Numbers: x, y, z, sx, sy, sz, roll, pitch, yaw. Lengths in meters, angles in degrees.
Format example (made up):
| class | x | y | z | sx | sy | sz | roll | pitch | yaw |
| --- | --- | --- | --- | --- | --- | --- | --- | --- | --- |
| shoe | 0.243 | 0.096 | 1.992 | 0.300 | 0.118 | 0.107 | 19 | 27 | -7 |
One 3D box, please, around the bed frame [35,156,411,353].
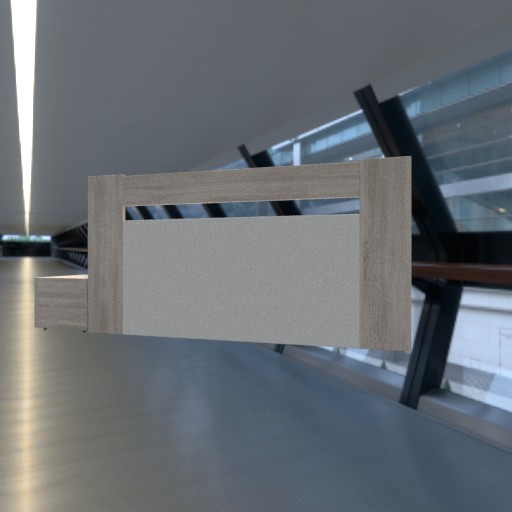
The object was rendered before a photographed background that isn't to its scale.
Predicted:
| class | x | y | z | sx | sy | sz | roll | pitch | yaw |
| --- | --- | --- | --- | --- | --- | --- | --- | --- | --- |
| bed frame | 0.000 | 0.000 | 3.200 | 2.040 | 0.860 | 2.050 | 0 | 0 | 17 |
